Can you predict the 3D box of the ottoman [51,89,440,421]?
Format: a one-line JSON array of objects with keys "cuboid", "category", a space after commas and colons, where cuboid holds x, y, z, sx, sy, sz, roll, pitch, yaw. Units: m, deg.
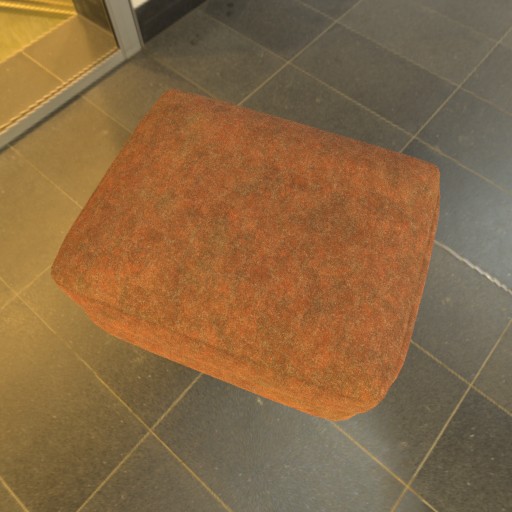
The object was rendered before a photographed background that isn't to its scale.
[{"cuboid": [0.000, 0.000, 1.158, 0.787, 0.508, 0.635, 19, 65, 9], "category": "ottoman"}]
